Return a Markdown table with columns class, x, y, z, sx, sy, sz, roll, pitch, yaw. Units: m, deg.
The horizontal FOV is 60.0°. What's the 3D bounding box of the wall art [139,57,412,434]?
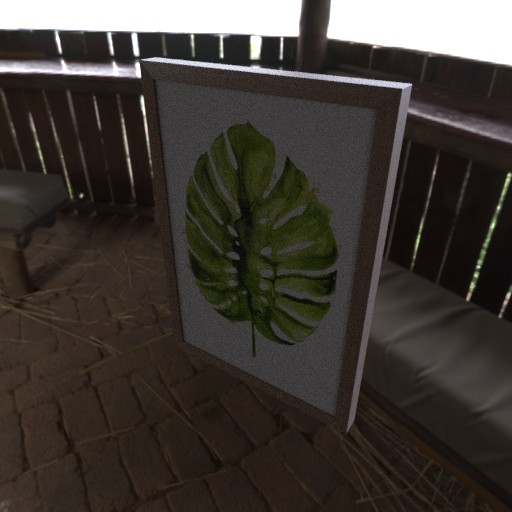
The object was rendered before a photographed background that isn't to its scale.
| class | x | y | z | sx | sy | sz | roll | pitch | yaw |
| --- | --- | --- | --- | --- | --- | --- | --- | --- | --- |
| wall art | 0.000 | 0.000 | 0.652 | 0.358 | 0.510 | 0.032 | 19 | 36 | 28 |
